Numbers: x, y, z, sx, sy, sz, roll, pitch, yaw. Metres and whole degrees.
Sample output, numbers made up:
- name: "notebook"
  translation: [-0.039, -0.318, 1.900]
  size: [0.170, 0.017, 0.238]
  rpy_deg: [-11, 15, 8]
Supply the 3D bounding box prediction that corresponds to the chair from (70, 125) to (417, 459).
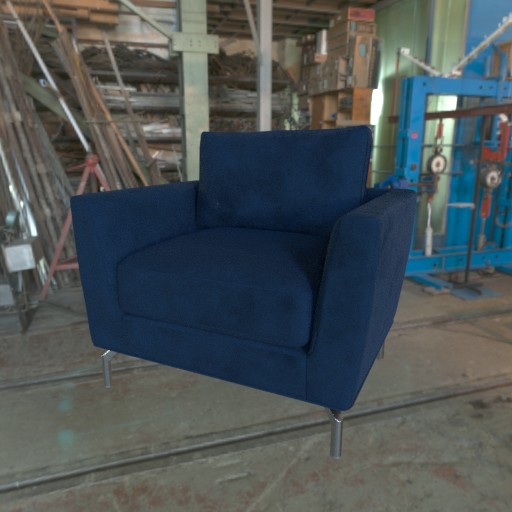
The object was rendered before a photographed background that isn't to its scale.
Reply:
- name: "chair"
  translation: [0.000, 0.000, 1.571]
  size: [0.977, 0.893, 0.746]
  rpy_deg: [7, 16, 25]
